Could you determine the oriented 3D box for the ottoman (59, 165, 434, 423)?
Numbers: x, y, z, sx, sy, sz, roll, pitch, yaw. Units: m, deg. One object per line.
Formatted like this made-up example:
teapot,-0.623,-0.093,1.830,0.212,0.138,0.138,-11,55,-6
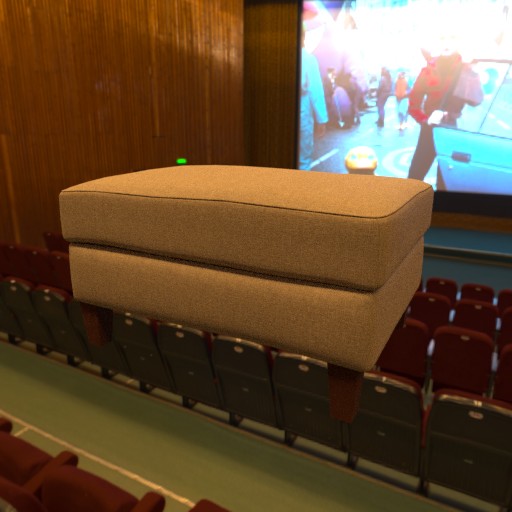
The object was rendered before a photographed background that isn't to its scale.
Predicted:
ottoman,0.000,0.000,1.325,0.898,0.519,0.677,8,17,27
